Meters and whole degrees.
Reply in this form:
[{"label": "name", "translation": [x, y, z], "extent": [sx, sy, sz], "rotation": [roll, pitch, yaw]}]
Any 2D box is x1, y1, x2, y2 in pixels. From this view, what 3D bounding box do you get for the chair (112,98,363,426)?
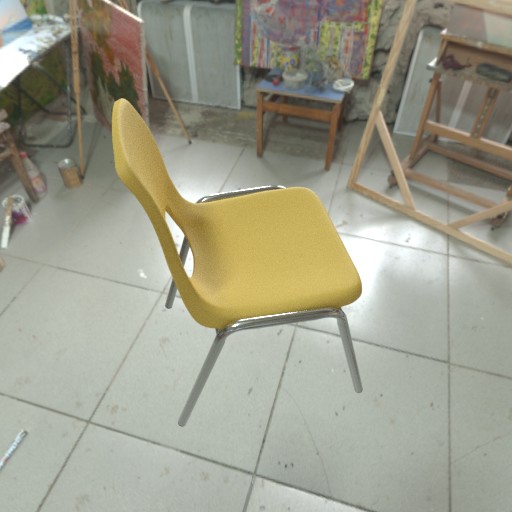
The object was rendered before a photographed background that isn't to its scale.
[{"label": "chair", "translation": [0.000, 0.000, 0.908], "extent": [0.436, 0.653, 0.381], "rotation": [-9, 47, -9]}]
